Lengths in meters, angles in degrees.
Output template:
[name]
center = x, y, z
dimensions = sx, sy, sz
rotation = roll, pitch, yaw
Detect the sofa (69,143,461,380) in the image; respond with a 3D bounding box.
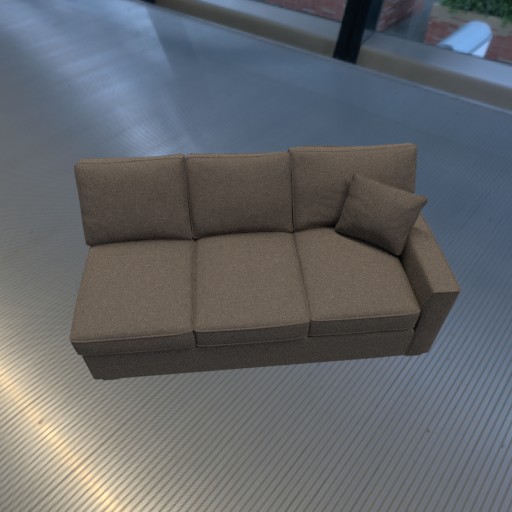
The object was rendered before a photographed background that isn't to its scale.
[sofa]
center = 0.000, 0.000, 2.575
dimensions = 1.963, 0.946, 1.034
rotation = -4, 46, -4
